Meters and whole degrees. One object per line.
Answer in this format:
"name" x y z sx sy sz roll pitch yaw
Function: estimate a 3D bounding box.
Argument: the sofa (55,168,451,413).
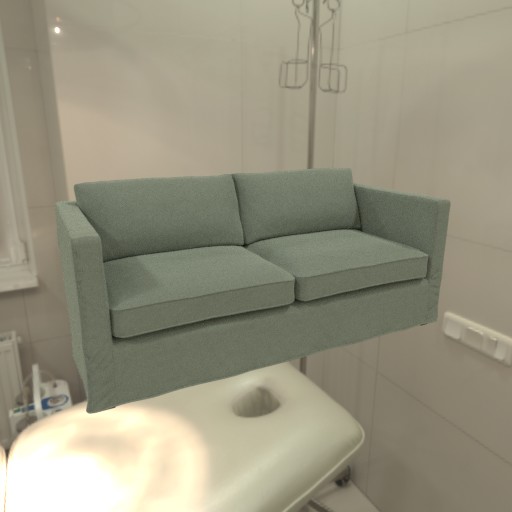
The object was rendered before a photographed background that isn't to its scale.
"sofa" 0.000 0.000 2.476 1.987 0.870 0.940 -8 18 -26
